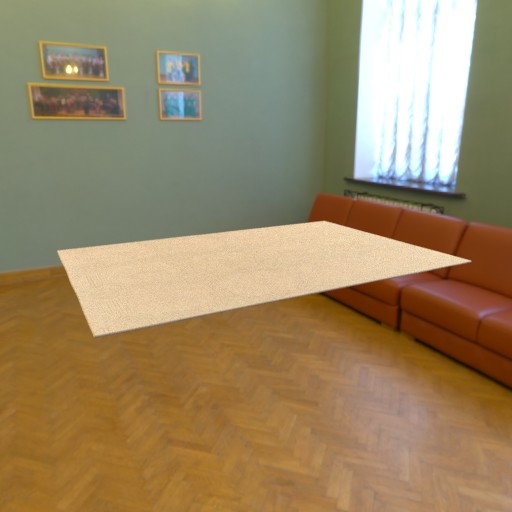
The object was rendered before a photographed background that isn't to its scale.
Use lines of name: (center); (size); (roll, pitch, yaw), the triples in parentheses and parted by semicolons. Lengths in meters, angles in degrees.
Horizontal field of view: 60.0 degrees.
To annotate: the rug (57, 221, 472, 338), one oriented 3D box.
rug: (0.000, 0.000, 2.353); (1.839, 0.009, 1.236); (-8, 17, -27)
